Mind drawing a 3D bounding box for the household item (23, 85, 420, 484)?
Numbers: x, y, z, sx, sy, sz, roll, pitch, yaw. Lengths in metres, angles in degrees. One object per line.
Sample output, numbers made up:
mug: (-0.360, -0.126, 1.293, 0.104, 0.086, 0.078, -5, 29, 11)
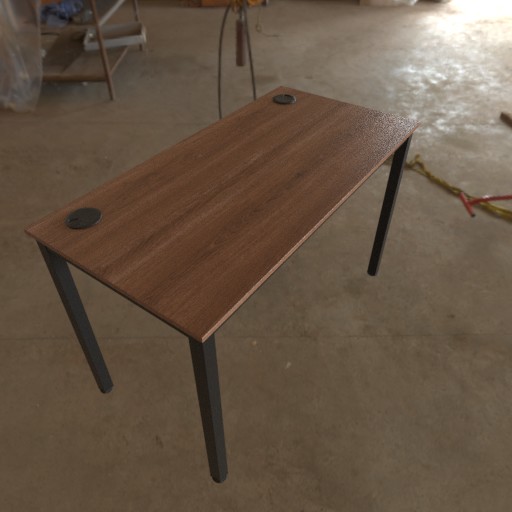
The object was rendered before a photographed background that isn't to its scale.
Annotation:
household item: (0.000, 0.000, 1.608, 0.600, 0.750, 1.200, 25, 47, 26)
